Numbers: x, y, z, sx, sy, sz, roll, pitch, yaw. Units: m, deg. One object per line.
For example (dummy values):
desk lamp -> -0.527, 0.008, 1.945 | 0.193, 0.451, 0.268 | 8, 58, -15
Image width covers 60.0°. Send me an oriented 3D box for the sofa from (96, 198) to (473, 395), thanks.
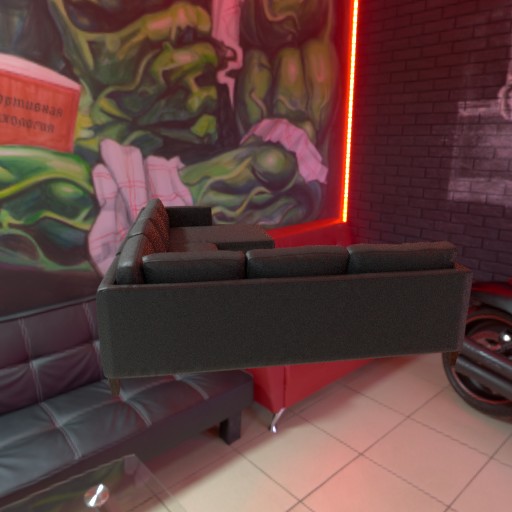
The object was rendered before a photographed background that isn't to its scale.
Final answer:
sofa -> 0.000, 0.000, 4.604 | 2.593, 0.923, 3.460 | -2, 15, -9
